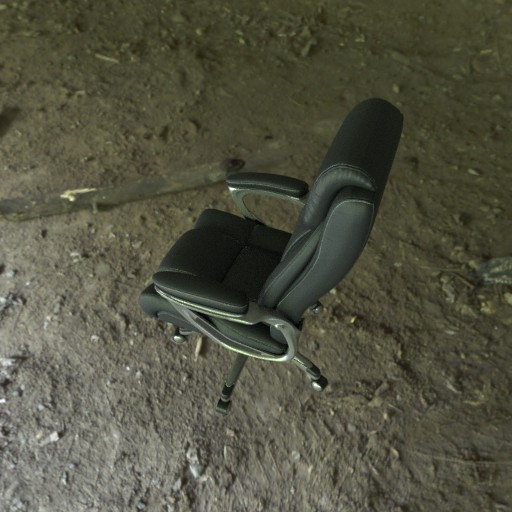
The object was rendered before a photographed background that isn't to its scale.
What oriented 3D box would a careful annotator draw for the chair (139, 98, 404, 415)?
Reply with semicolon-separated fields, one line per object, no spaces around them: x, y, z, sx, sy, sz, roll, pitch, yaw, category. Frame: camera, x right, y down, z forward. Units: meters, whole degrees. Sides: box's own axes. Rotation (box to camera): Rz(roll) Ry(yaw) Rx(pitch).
0.000;0.000;1.641;0.784;1.167;0.741;15;47;15;chair
